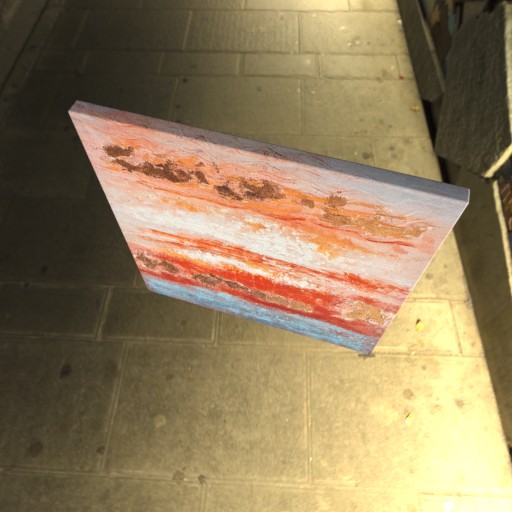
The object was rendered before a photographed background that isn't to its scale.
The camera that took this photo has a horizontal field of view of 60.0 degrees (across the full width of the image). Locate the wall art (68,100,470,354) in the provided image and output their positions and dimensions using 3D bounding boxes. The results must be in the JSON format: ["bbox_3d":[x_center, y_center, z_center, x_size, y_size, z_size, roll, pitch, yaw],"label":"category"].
[{"bbox_3d":[0.000,0.000,1.114,0.747,0.747,0.035,15,59,9],"label":"wall art"}]
